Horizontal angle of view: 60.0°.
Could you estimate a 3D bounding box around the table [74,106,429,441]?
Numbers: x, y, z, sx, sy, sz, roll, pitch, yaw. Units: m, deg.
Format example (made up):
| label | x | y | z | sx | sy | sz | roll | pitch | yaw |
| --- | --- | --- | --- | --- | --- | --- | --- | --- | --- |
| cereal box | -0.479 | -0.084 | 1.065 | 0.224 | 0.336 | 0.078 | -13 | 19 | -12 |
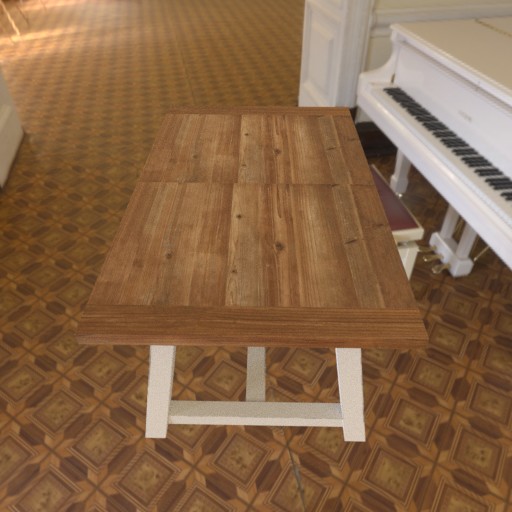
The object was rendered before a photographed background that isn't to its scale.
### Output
| label | x | y | z | sx | sy | sz | roll | pitch | yaw |
| --- | --- | --- | --- | --- | --- | --- | --- | --- | --- |
| table | 0.000 | 0.000 | 1.961 | 0.922 | 0.743 | 1.503 | 1 | 41 | 1 |
